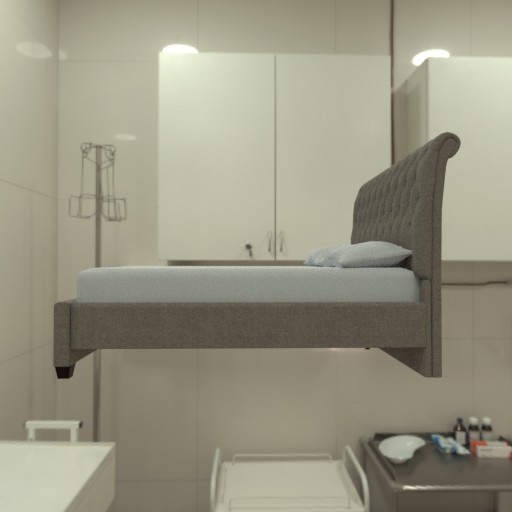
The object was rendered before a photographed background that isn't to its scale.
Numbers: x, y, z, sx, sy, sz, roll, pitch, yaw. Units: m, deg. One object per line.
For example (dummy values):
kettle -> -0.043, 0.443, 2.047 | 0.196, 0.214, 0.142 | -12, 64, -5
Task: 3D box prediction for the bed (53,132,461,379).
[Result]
bed -> 0.000, 0.000, 3.253 | 2.252, 1.371, 1.645 | 0, -1, -2
